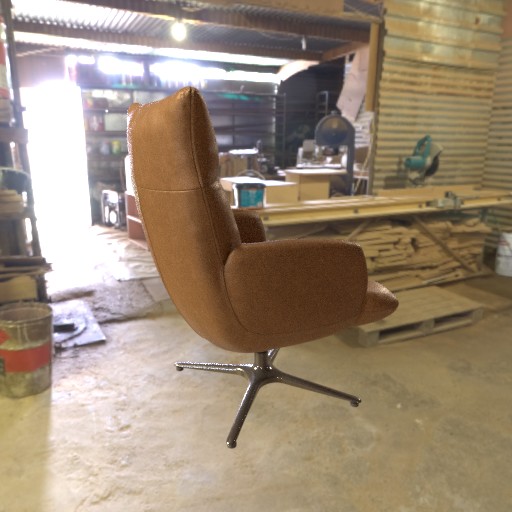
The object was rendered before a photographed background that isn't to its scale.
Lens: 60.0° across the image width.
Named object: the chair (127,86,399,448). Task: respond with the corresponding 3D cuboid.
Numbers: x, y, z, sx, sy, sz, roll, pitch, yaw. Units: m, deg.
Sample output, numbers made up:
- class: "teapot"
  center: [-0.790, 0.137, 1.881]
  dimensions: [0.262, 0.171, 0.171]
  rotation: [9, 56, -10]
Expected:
- class: "chair"
  center: [0.000, 0.000, 1.545]
  dimensions: [0.794, 1.027, 0.711]
  rotation: [-7, 17, -26]
